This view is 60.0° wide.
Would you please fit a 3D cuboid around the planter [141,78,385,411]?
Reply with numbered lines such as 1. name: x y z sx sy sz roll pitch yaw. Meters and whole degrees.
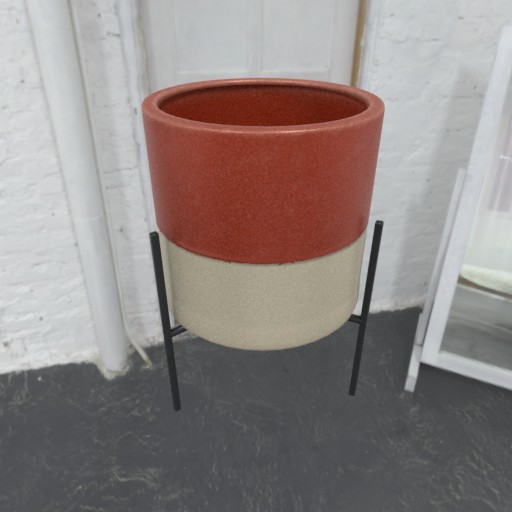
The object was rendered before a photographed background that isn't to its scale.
1. planter: 0.000 0.000 0.519 0.251 0.354 0.235 -21 37 -31
